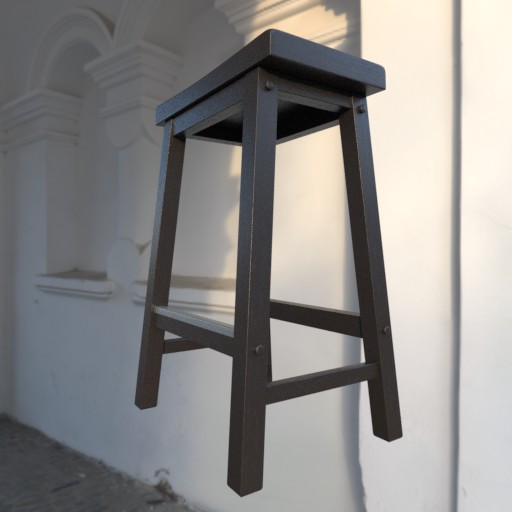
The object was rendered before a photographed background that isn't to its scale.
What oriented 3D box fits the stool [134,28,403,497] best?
[{"bbox_3d":[0.000,0.000,0.817,0.322,0.610,0.406,-1,1,-34],"label":"stool"}]
